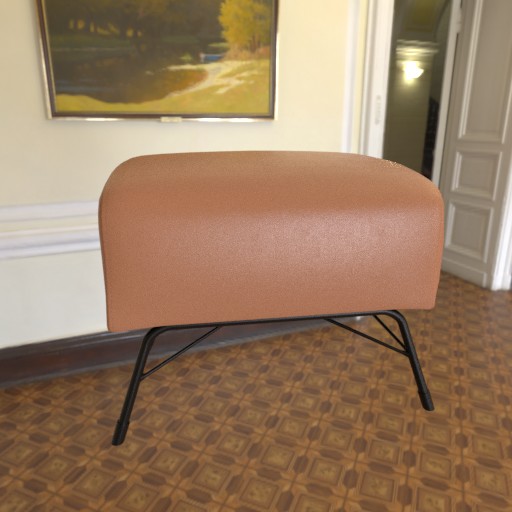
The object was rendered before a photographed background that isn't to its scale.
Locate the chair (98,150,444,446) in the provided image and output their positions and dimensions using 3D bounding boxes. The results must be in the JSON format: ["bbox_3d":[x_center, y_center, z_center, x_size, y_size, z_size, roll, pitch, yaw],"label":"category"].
[{"bbox_3d":[0.000,0.000,0.895,0.530,0.410,0.530,-3,17,-9],"label":"chair"}]
